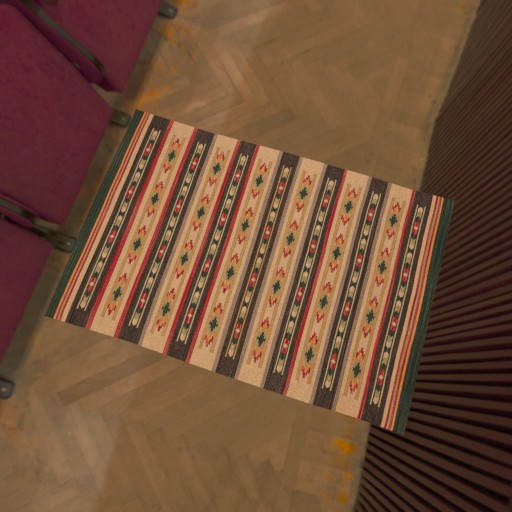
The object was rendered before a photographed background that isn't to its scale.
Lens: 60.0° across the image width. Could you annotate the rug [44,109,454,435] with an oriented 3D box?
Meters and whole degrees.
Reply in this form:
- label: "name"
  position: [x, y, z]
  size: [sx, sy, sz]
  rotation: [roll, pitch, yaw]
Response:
- label: "rug"
  position: [0.000, 0.000, 2.271]
  size: [1.825, 0.009, 1.221]
  rotation: [17, 75, 5]
